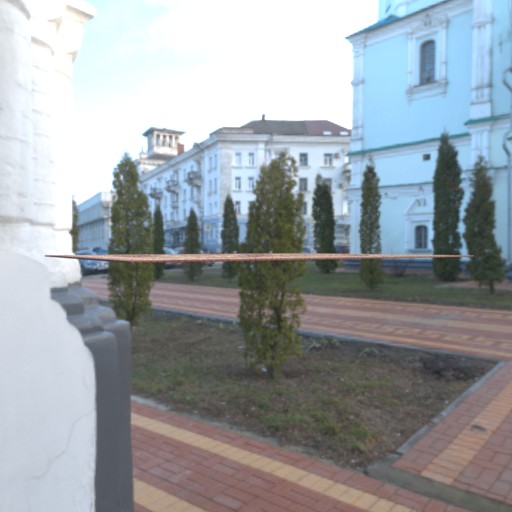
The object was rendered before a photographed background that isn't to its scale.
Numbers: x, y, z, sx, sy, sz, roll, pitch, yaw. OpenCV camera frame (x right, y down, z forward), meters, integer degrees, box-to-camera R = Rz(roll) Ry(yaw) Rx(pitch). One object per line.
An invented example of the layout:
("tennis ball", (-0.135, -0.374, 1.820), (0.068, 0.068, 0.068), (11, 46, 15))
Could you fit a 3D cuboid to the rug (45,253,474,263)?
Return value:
("rug", (0.000, 0.000, 4.116), (3.197, 0.013, 2.381), (-1, 1, -35))
